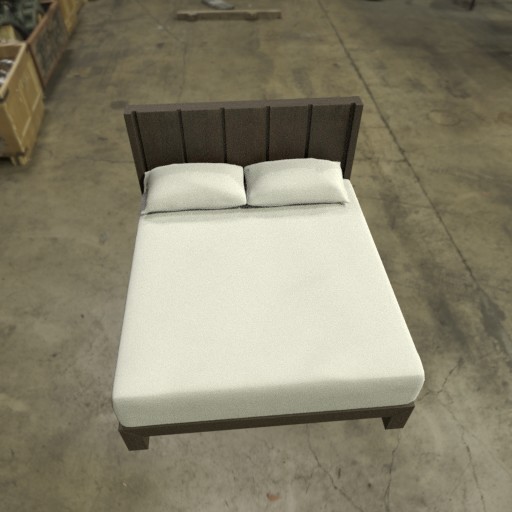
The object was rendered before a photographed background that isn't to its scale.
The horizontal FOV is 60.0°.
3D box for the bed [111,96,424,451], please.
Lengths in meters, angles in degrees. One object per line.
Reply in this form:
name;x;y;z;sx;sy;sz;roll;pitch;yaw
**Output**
bed;0.000;0.000;3.022;1.735;1.261;1.992;-3;45;-3
